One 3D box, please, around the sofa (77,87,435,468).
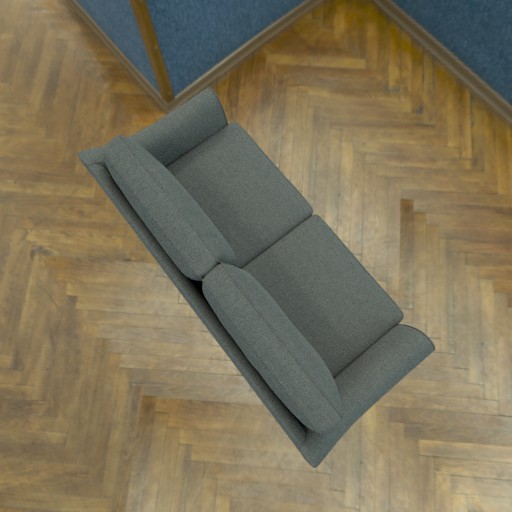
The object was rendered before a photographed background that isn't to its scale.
[{"bbox_3d":[0.000,0.000,2.772,1.013,0.976,2.203,-37,78,-9],"label":"sofa"}]
